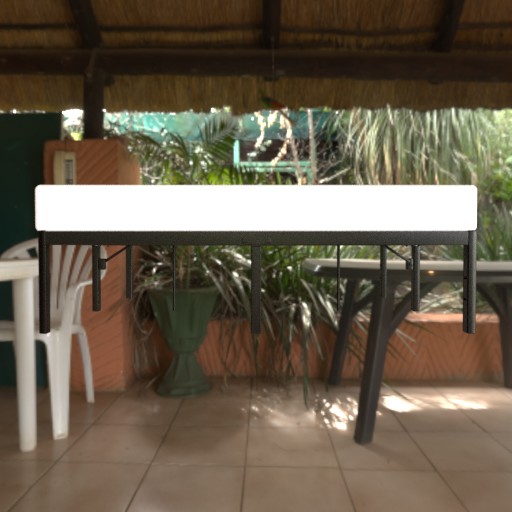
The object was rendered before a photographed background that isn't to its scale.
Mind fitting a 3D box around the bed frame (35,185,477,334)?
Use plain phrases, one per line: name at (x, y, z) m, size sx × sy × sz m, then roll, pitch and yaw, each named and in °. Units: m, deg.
bed frame at (0.000, 0.000, 2.645) m, size 1.956 × 0.659 × 1.408 m, roll 0°, pitch 1°, yaw 0°
